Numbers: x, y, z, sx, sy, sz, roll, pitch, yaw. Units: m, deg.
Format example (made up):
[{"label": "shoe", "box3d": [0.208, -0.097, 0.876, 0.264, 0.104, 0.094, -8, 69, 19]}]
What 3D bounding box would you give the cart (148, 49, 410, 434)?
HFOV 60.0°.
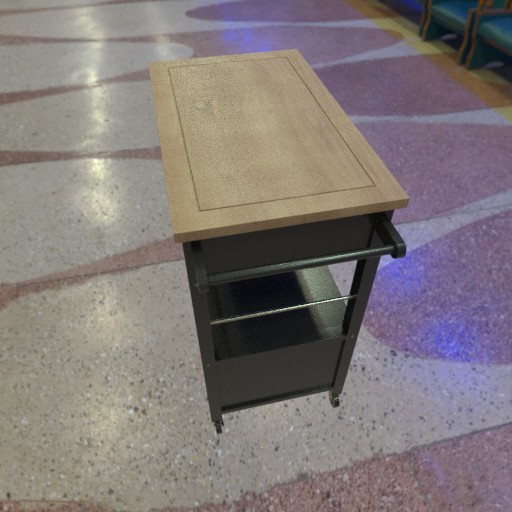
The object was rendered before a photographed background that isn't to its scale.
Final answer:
[{"label": "cart", "box3d": [0.000, 0.000, 1.377, 0.459, 0.901, 0.840, -9, 46, -9]}]
